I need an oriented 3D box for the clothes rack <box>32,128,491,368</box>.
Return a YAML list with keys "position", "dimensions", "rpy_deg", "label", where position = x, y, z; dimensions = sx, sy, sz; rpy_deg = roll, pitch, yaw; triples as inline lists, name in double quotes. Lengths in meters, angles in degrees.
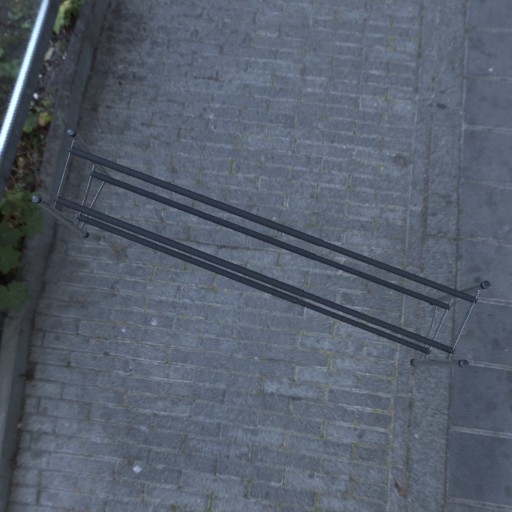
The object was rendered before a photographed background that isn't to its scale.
- position: [0.000, 0.000, 1.291]
  dimensions: [1.168, 0.349, 0.229]
  rpy_deg: [21, 78, 5]
  label: "clothes rack"
